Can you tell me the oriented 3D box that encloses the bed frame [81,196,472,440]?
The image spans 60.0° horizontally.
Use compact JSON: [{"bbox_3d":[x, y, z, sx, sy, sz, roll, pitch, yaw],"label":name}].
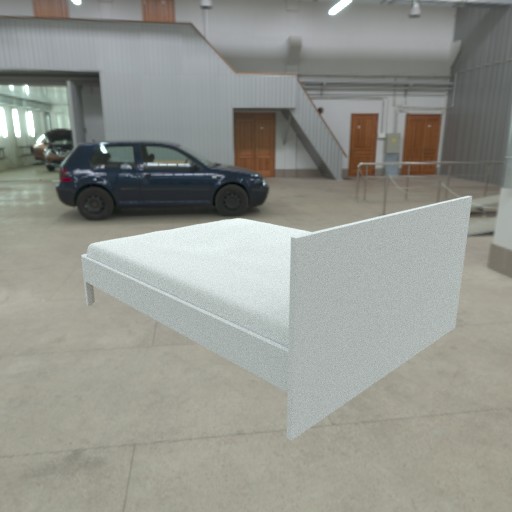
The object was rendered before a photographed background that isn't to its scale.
[{"bbox_3d":[0.000,0.000,2.774,1.490,0.800,1.950,-14,21,-42],"label":"bed frame"}]
